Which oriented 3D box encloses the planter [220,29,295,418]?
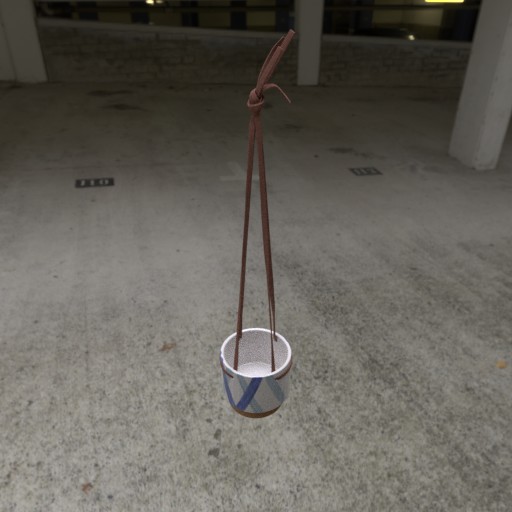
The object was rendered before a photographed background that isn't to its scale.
[{"bbox_3d":[0.000,0.000,0.827,0.157,0.753,0.153,-9,32,-15],"label":"planter"}]
